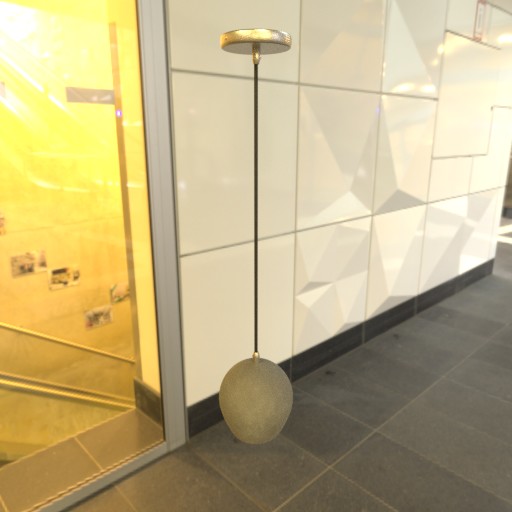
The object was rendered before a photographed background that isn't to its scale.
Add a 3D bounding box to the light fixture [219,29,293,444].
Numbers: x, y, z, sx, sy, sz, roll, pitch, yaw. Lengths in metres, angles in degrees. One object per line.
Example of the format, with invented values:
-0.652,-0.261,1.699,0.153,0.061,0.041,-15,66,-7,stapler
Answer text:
0.000,0.000,0.842,0.153,0.760,0.153,8,17,26,light fixture
